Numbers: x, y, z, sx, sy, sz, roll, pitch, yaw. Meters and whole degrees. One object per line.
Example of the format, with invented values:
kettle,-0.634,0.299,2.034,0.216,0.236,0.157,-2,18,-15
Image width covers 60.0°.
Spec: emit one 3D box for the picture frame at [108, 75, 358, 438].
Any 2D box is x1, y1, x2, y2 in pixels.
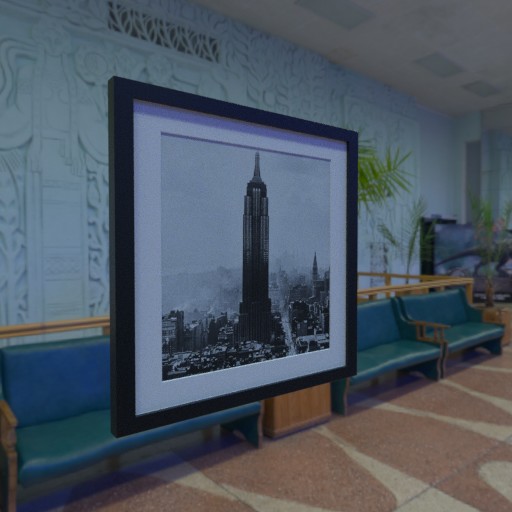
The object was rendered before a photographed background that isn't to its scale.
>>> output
picture frame,0.000,0.000,0.857,0.559,0.557,0.029,-1,2,-37
